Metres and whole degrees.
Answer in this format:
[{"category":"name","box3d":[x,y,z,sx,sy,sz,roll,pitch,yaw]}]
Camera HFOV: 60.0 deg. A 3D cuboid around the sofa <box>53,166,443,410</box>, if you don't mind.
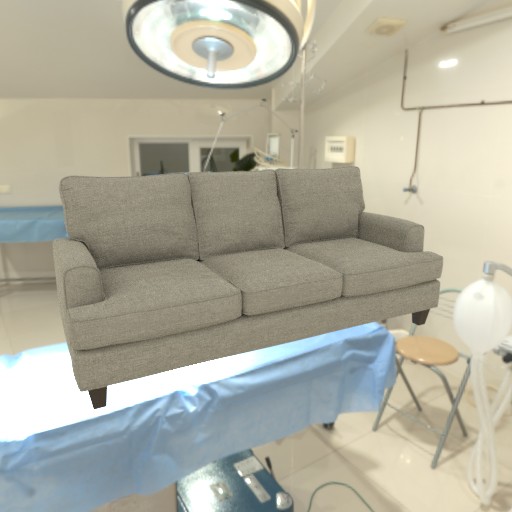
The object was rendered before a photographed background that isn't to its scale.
[{"category":"sofa","box3d":[0.000,0.000,2.626,2.158,0.965,0.951,-8,17,-26]}]
